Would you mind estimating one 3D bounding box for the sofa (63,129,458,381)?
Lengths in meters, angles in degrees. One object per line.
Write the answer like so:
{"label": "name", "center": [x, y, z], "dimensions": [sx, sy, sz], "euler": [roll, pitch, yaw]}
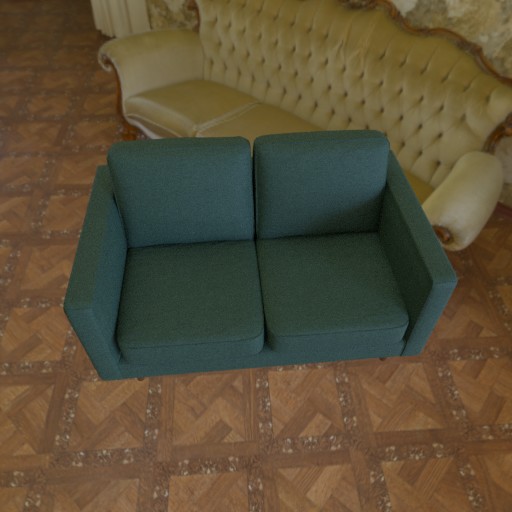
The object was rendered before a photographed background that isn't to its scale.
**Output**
{"label": "sofa", "center": [0.000, 0.000, 2.021], "dimensions": [1.430, 0.899, 0.879], "euler": [-4, 48, -3]}
